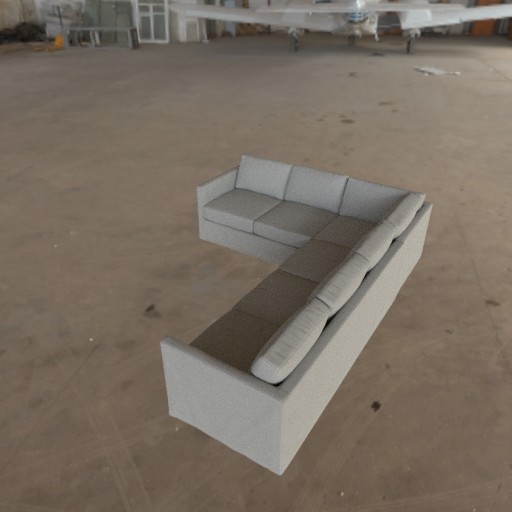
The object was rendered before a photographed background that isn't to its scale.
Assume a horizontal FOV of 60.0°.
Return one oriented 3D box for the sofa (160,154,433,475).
[{"bbox_3d":[0.000,0.000,4.231,2.432,0.871,3.182,18,35,28],"label":"sofa"}]
